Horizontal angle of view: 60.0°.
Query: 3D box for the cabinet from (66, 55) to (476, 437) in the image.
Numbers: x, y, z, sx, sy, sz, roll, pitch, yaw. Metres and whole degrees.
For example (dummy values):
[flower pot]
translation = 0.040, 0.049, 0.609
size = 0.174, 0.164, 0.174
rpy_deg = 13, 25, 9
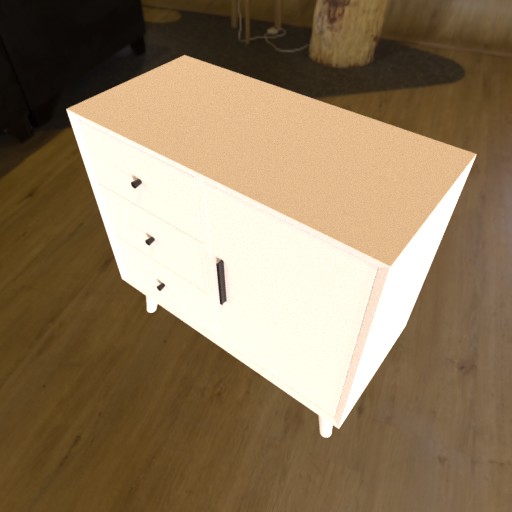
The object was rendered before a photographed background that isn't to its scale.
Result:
[cabinet]
translation = 0.000, 0.000, 1.212
size = 0.800, 0.761, 0.398
rpy_deg = 29, 52, 25
